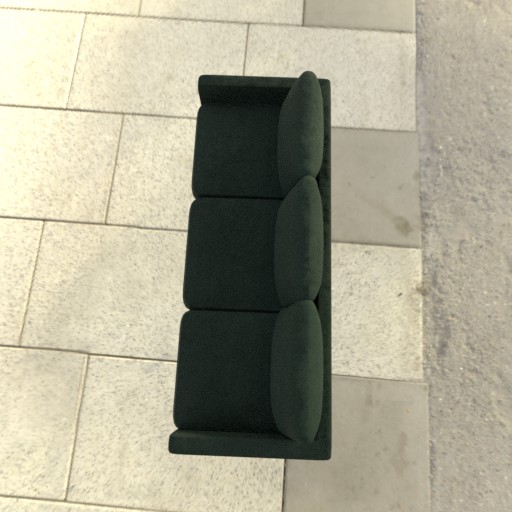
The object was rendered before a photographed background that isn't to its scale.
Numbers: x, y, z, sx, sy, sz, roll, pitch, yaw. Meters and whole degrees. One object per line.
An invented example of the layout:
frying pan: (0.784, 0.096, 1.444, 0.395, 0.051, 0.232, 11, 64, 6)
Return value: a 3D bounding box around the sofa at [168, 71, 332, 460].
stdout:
sofa: (0.000, 0.000, 2.721, 0.859, 0.870, 2.218, 2, 76, 1)
